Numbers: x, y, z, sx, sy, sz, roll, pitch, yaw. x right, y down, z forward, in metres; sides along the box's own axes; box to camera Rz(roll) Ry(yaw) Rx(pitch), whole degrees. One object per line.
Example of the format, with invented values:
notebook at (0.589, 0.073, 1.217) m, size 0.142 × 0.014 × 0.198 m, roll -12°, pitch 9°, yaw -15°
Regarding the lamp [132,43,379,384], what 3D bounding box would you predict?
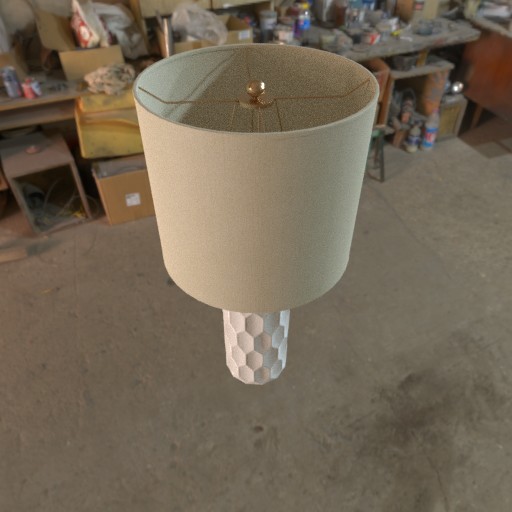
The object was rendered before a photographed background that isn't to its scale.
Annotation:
lamp at (0.000, 0.000, 0.683) m, size 0.277 × 0.537 × 0.277 m, roll 23°, pitch 46°, yaw 24°
